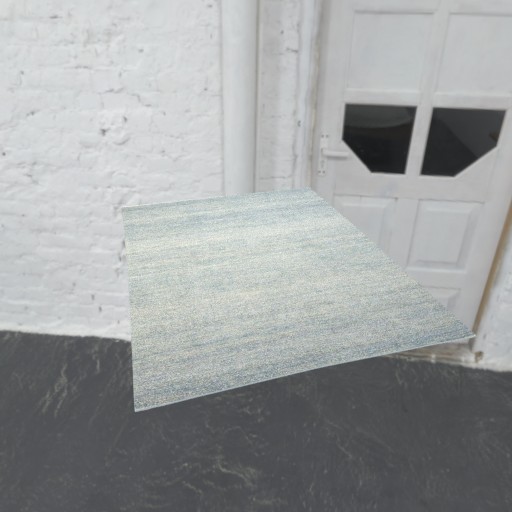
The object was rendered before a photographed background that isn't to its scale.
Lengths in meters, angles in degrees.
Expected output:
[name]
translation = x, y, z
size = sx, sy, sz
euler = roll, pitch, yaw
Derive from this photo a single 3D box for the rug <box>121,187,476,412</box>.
[rug]
translation = 0.000, 0.000, 4.306
size = 2.461, 0.046, 3.237
euler = -8, 30, -14
